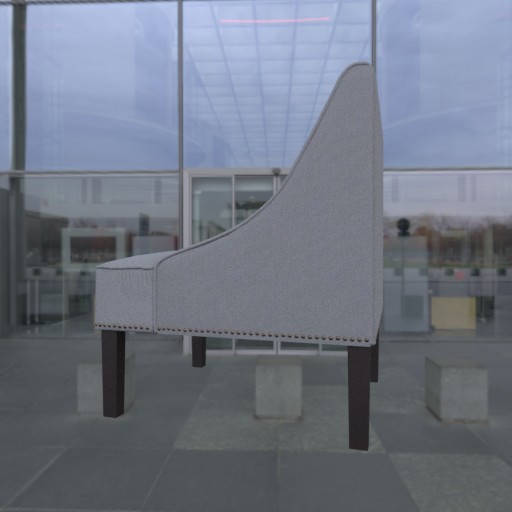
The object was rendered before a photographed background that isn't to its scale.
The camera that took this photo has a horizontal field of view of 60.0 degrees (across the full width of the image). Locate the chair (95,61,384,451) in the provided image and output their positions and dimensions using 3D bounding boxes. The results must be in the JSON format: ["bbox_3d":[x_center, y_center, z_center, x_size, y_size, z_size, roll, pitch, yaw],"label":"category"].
[{"bbox_3d":[0.000,0.000,1.374,0.747,0.867,0.631,0,0,18],"label":"chair"}]
